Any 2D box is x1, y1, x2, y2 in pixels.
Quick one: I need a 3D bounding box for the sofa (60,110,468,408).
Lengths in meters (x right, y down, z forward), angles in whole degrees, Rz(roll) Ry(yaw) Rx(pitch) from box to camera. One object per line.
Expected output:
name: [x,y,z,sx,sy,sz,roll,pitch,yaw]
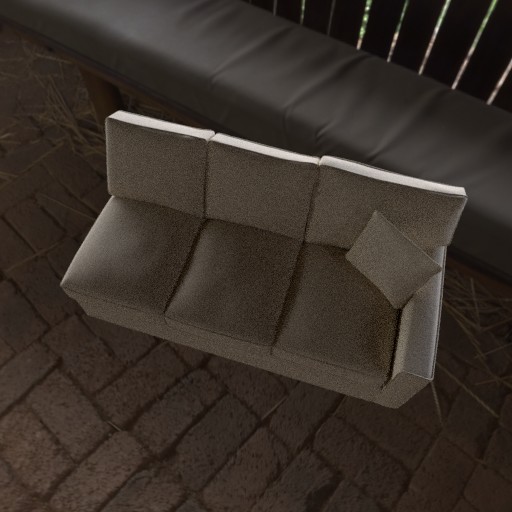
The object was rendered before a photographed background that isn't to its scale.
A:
sofa: [0.000,0.000,2.505,1.963,0.946,1.034,15,60,9]
